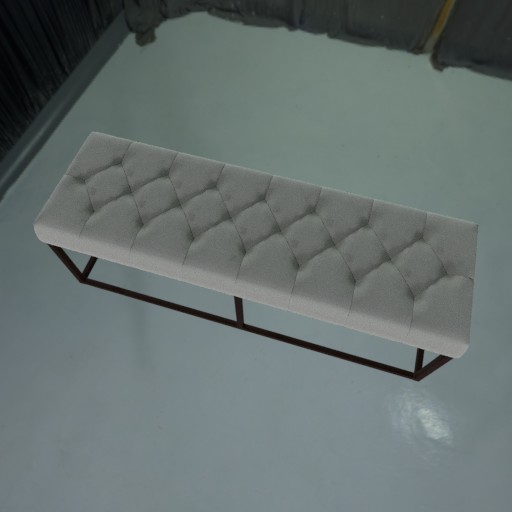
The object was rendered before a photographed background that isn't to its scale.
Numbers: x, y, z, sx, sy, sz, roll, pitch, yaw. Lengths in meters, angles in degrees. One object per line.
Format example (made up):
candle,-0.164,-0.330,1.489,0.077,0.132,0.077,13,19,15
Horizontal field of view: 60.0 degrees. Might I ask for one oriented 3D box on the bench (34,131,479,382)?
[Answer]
bench,0.000,0.000,1.710,1.488,0.488,0.479,15,63,8
